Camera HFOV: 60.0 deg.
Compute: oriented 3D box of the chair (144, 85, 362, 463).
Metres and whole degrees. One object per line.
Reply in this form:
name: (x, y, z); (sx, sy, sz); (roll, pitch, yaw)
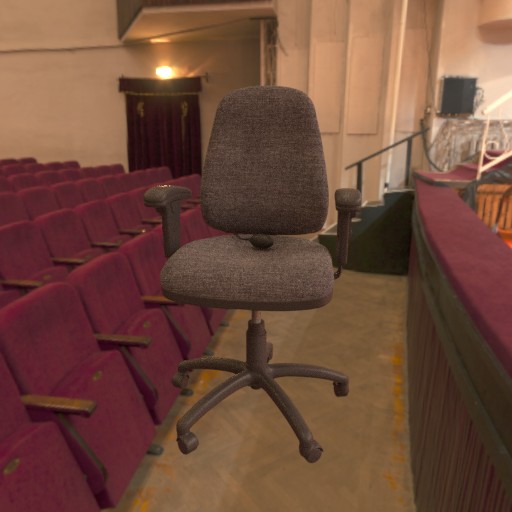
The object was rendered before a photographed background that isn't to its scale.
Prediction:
chair: (0.000, 0.000, 1.212); (0.550, 0.910, 0.530); (2, 15, 9)
